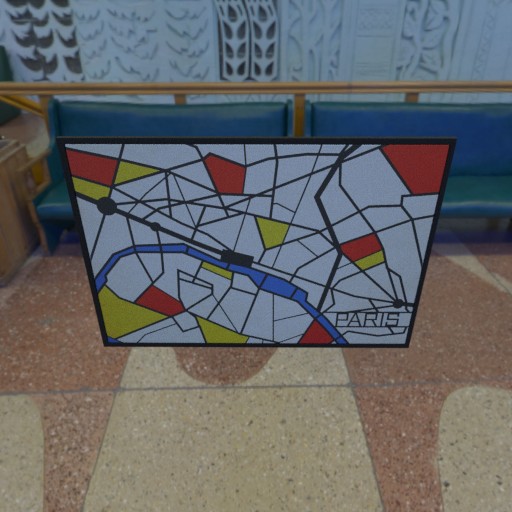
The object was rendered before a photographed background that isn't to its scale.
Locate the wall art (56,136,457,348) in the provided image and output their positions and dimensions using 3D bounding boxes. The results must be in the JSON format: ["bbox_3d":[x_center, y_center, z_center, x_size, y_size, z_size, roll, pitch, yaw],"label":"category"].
[{"bbox_3d":[0.000,0.000,1.237,0.963,0.665,0.013,0,31,0],"label":"wall art"}]
